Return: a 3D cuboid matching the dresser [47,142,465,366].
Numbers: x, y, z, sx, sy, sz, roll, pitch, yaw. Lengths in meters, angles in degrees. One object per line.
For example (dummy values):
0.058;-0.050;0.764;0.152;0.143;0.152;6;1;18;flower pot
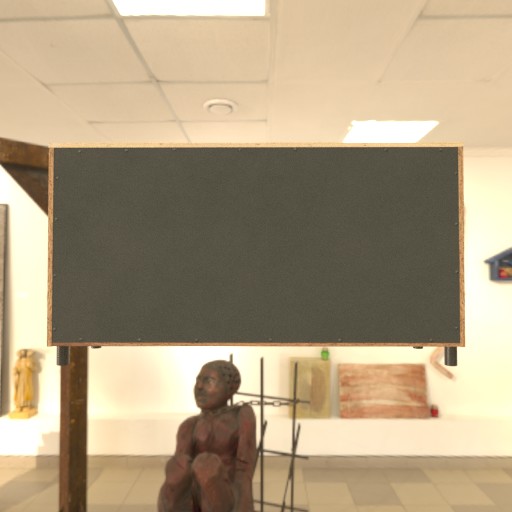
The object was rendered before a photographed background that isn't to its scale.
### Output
0.000;0.000;1.886;1.547;0.834;0.487;0;-1;0;dresser
